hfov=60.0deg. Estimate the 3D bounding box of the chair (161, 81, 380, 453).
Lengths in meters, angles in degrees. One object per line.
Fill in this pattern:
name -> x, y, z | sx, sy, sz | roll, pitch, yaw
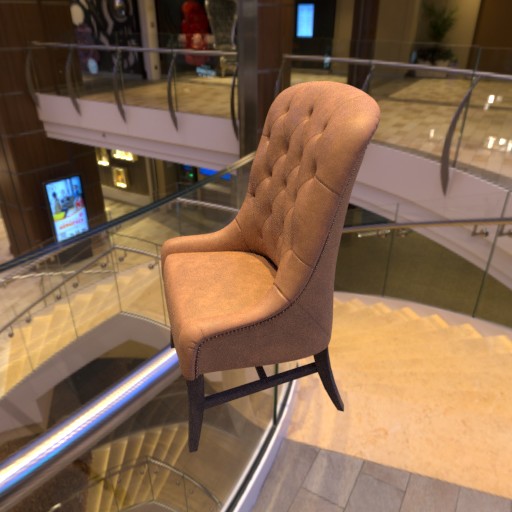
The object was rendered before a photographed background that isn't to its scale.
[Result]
chair -> 0.000, 0.000, 1.524 | 0.629, 1.091, 0.634 | -8, 29, -14
